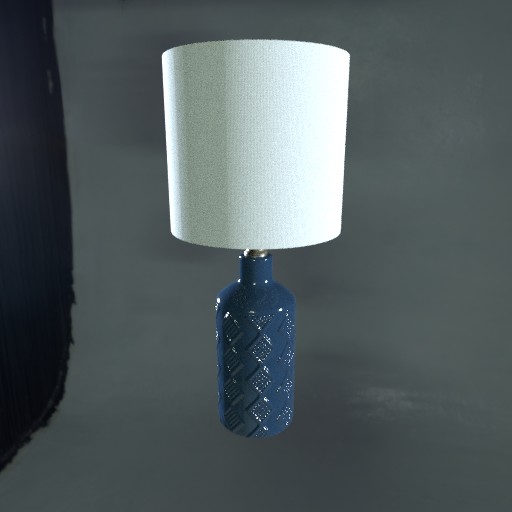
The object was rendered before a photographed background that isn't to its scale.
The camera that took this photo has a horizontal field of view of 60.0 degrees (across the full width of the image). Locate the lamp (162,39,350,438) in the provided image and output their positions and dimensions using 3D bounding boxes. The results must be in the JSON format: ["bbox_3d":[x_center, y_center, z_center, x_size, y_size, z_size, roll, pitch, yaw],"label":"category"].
[{"bbox_3d":[0.000,0.000,0.559,0.207,0.461,0.207,2,16,7],"label":"lamp"}]
